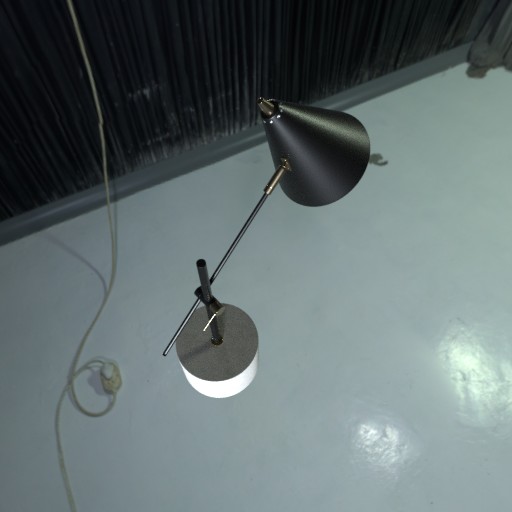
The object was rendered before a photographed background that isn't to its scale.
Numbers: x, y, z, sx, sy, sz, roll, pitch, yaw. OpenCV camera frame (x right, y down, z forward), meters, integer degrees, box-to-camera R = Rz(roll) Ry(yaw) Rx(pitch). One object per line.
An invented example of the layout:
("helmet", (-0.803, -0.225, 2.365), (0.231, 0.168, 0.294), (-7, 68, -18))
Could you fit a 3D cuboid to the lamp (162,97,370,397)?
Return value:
("lamp", (0.000, 0.000, 0.717), (0.403, 0.518, 0.214), (-30, 63, -17))
